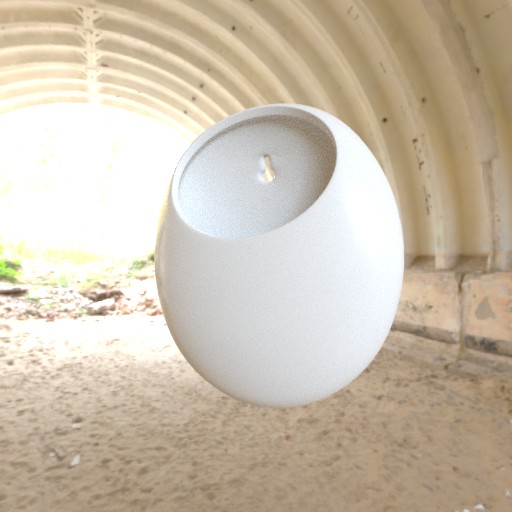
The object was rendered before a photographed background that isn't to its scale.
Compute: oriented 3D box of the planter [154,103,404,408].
[{"bbox_3d":[0.000,0.000,0.279,0.185,0.188,0.043,0,-1,36],"label":"planter"}]
